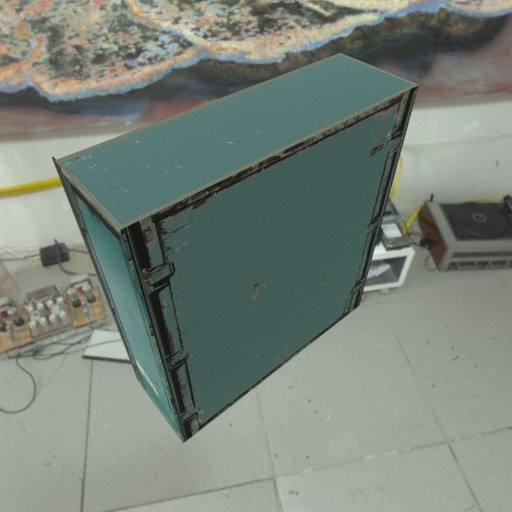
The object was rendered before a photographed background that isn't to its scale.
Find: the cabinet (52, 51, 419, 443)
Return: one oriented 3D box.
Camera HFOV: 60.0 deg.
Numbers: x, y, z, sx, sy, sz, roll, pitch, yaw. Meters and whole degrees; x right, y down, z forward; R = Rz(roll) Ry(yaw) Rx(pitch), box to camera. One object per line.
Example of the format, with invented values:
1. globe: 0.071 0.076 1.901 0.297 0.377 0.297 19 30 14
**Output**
1. cabinet: 0.000 0.000 3.172 2.000 2.160 0.680 -31 53 -27
